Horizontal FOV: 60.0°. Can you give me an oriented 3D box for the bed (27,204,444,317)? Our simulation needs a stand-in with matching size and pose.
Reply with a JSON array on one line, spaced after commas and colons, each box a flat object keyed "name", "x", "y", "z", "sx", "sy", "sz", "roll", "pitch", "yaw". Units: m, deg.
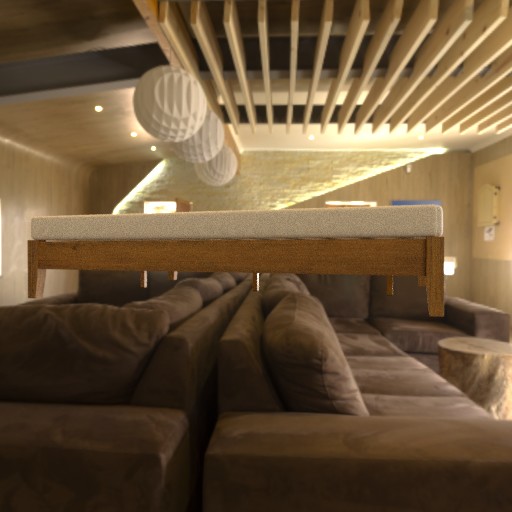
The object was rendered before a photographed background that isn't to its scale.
[{"name": "bed", "x": 0.000, "y": 0.000, "z": 2.720, "sx": 2.016, "sy": 0.431, "sz": 1.536, "roll": 0, "pitch": 1, "yaw": 19}]
